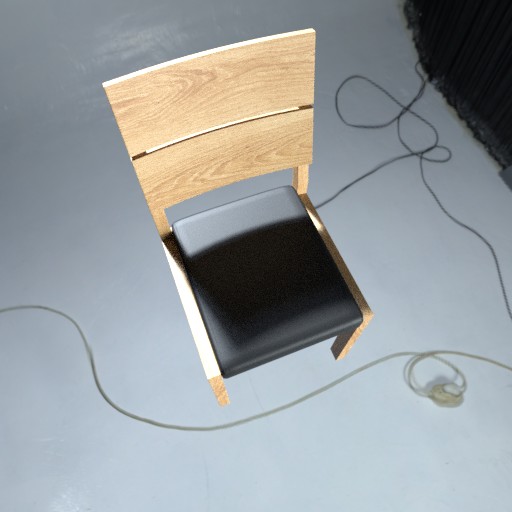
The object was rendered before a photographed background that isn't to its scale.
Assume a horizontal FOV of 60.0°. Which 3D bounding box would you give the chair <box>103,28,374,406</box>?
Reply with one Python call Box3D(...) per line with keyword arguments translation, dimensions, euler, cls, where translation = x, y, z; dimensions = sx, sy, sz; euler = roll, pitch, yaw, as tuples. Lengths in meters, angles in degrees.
Box3D(translation=(0.000, 0.000, 1.261), dimensions=(0.475, 0.950, 0.569), euler=(-19, 65, -10), cls="chair")
